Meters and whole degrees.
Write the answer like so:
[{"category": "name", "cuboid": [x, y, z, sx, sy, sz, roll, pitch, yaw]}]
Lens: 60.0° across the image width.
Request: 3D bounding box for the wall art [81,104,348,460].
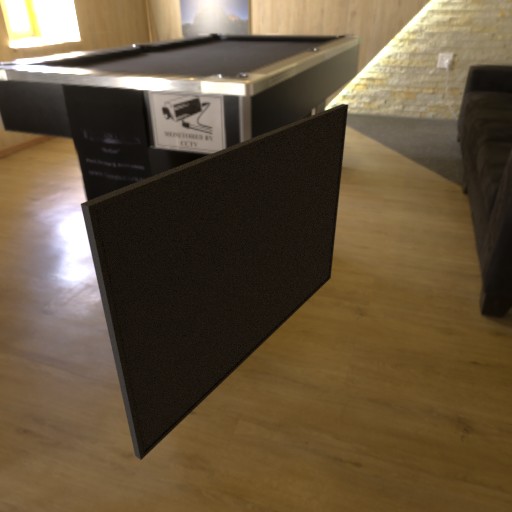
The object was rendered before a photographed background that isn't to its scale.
[{"category": "wall art", "cuboid": [0.000, 0.000, 1.513, 0.028, 0.805, 1.190, 20, 36, 30]}]
